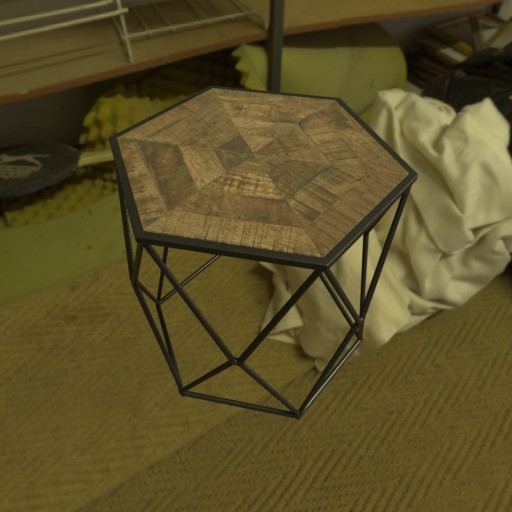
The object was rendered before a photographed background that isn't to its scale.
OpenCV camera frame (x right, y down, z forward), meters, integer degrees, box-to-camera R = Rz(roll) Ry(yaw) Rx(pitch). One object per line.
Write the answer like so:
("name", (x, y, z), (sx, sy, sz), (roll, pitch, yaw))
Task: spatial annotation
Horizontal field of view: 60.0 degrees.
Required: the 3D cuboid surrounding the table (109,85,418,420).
("table", (0.000, 0.000, 1.044), (0.579, 0.564, 0.578), (32, 55, 26))
